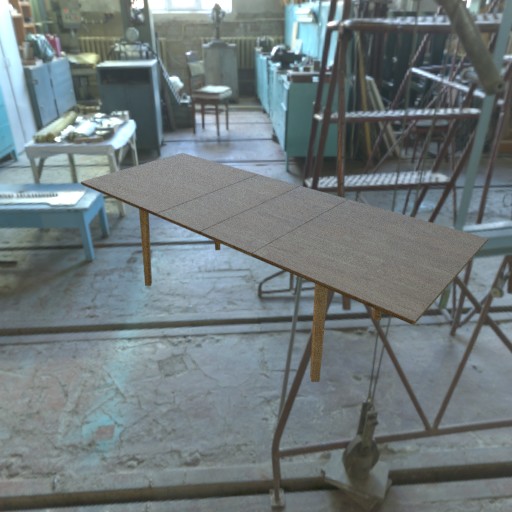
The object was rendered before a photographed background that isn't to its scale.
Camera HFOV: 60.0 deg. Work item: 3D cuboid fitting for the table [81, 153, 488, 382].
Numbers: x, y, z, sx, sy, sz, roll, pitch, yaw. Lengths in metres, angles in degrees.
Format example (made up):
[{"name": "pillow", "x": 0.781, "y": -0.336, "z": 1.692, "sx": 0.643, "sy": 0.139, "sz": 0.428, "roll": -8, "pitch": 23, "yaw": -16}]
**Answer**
[{"name": "table", "x": 0.000, "y": 0.000, "z": 3.098, "sx": 2.603, "sy": 0.752, "sz": 1.000, "roll": 23, "pitch": 36, "yaw": 35}]
